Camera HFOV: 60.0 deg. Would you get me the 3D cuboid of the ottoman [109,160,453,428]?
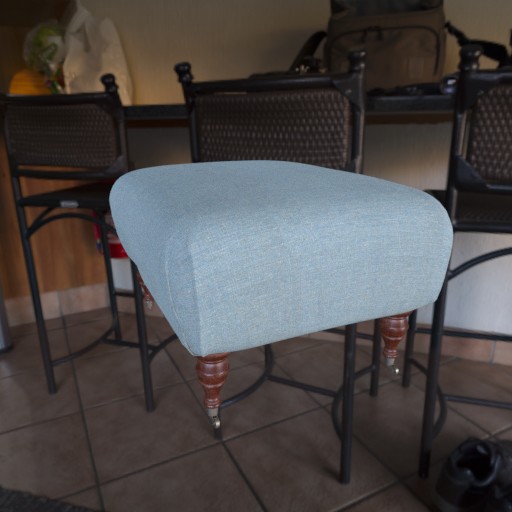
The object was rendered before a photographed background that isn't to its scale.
[{"bbox_3d":[0.000,0.000,1.134,0.622,0.450,0.747,-8,19,-24],"label":"ottoman"}]
